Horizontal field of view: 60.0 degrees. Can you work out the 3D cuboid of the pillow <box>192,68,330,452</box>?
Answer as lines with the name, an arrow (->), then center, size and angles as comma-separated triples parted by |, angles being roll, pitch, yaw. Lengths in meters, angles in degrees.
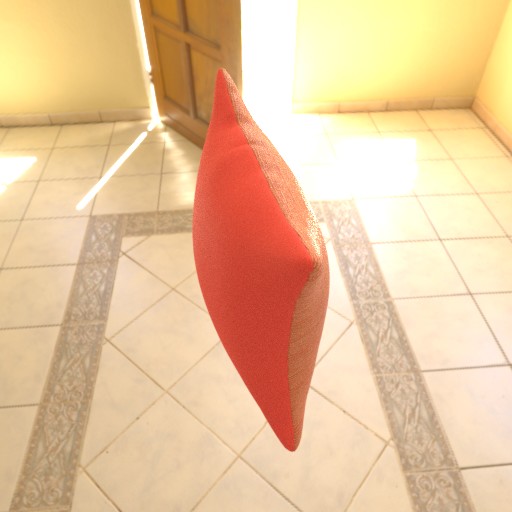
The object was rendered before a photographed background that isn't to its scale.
pillow -> 0.000, 0.000, 0.841 | 0.229, 0.501, 0.559 | -10, 46, -10
